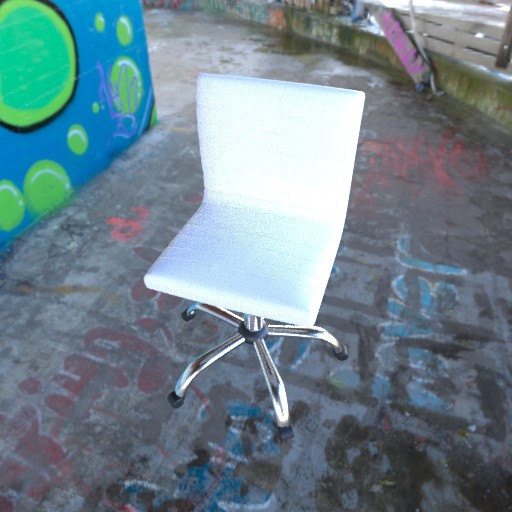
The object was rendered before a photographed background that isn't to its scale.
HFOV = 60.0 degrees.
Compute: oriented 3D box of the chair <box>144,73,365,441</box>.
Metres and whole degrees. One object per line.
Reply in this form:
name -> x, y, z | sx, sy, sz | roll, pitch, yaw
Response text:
chair -> 0.000, 0.000, 1.129 | 0.556, 0.780, 0.530 | 12, 42, 14
